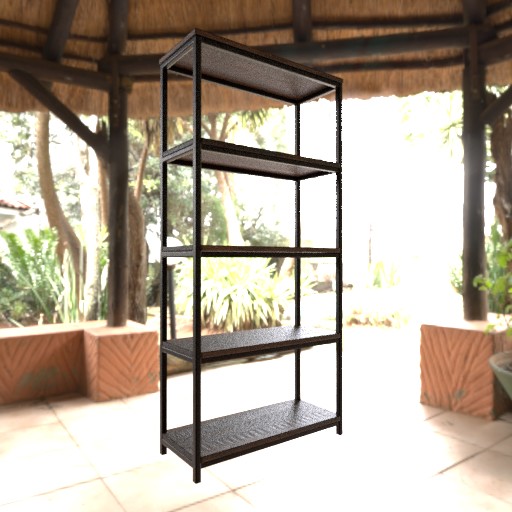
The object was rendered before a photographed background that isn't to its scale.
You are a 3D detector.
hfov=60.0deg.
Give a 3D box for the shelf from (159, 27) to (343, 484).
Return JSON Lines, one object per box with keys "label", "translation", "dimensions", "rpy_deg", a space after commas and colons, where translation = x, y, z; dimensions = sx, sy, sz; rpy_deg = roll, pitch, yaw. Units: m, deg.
{"label": "shelf", "translation": [0.000, 0.000, 2.207], "dimensions": [0.874, 1.860, 0.359], "rpy_deg": [0, -1, -36]}
